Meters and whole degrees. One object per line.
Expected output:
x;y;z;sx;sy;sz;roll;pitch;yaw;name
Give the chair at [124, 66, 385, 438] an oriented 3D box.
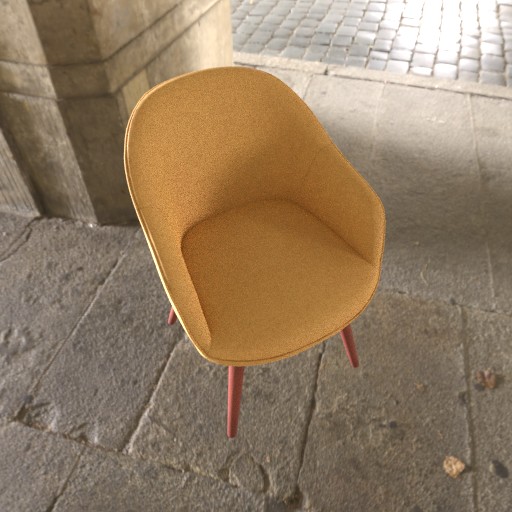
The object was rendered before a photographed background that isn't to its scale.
0.000;0.000;1.255;0.596;0.823;0.635;-23;51;-20;chair
